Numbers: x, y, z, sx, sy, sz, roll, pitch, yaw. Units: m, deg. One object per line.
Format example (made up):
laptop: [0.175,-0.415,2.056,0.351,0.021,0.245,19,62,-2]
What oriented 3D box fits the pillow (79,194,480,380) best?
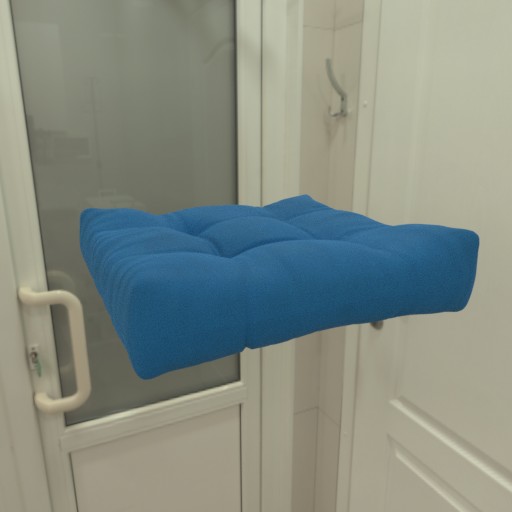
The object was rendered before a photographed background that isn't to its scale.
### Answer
pillow: [0.000,0.000,0.707,0.490,0.128,0.468,-8,17,-25]
